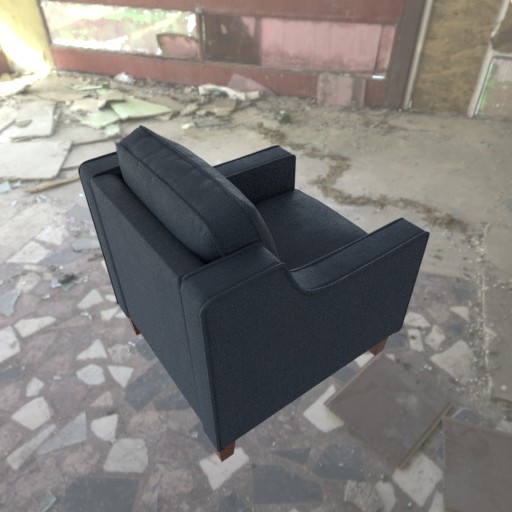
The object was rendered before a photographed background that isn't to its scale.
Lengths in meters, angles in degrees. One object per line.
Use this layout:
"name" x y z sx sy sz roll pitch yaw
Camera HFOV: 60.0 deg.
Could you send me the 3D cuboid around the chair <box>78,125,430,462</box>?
"chair" 0.000 0.000 1.668 0.909 0.960 0.831 -25 46 -27
